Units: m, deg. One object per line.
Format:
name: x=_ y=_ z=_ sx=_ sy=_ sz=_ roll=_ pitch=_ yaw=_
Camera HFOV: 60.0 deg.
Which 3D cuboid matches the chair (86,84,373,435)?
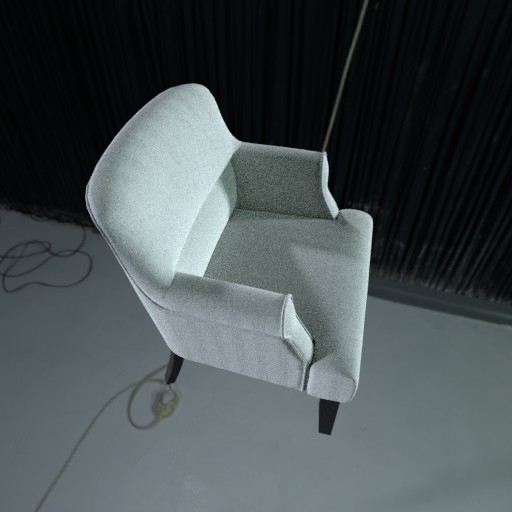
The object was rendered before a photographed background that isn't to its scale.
chair: x=0.000 y=0.000 z=1.461 sx=0.750 sy=0.875 sz=0.781 roll=10 pitch=46 yaw=10
